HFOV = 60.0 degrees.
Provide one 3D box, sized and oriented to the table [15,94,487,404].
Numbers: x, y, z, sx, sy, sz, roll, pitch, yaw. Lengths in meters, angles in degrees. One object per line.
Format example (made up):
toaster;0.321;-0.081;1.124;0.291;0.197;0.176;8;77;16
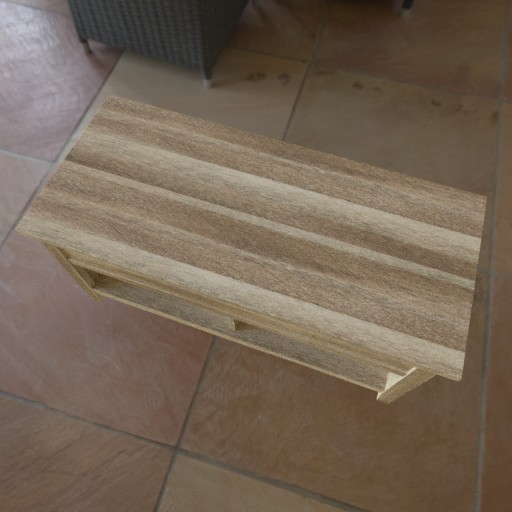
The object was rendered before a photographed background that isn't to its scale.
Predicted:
table;0.000;0.000;1.336;1.095;0.480;0.493;18;64;9
